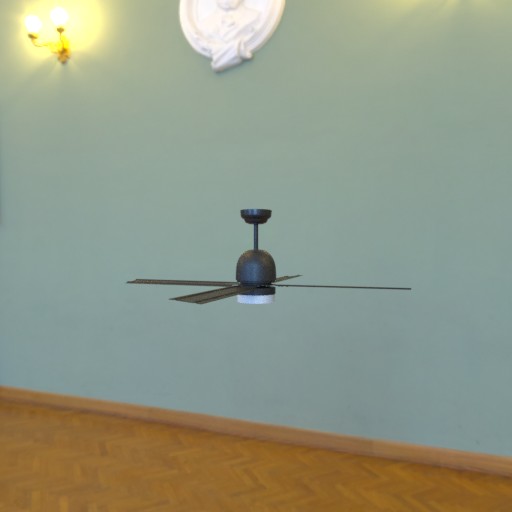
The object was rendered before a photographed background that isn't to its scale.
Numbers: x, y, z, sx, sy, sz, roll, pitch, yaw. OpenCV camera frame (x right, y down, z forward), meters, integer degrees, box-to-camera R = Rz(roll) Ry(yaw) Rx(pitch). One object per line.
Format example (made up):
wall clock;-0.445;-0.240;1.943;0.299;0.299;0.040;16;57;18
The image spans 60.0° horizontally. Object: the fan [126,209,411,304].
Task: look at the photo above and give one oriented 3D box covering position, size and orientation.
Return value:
fan;0.000;0.000;1.990;1.319;0.410;1.319;0;1;18
